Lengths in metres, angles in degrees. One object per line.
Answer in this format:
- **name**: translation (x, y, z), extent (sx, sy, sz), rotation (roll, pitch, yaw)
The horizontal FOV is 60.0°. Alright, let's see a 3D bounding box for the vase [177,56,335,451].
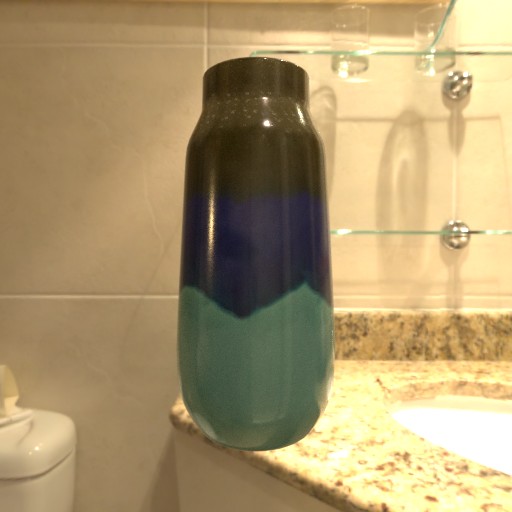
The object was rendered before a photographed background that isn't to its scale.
- **vase**: translation (0.000, 0.000, 0.391), extent (0.139, 0.313, 0.139), rotation (0, 1, 0)
